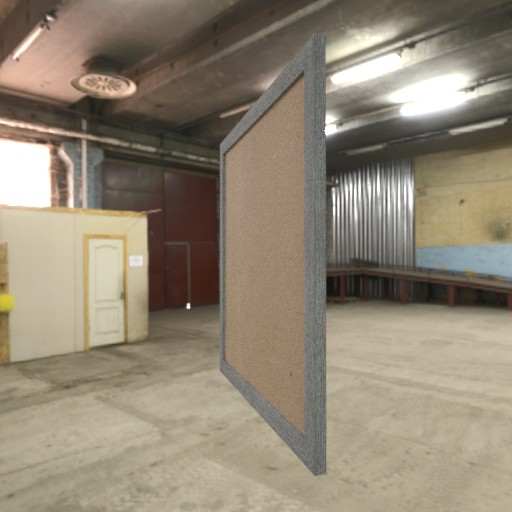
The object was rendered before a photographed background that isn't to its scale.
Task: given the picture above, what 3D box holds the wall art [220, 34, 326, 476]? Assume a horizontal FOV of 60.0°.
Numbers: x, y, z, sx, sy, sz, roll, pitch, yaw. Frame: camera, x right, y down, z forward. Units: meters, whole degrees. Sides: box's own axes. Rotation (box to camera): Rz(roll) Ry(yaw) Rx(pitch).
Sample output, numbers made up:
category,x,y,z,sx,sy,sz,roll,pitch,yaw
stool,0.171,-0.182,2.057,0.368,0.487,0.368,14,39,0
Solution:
category,x,y,z,sx,sy,sz,roll,pitch,yaw
wall art,0.000,0.000,1.016,0.020,0.685,0.685,0,-1,-17
